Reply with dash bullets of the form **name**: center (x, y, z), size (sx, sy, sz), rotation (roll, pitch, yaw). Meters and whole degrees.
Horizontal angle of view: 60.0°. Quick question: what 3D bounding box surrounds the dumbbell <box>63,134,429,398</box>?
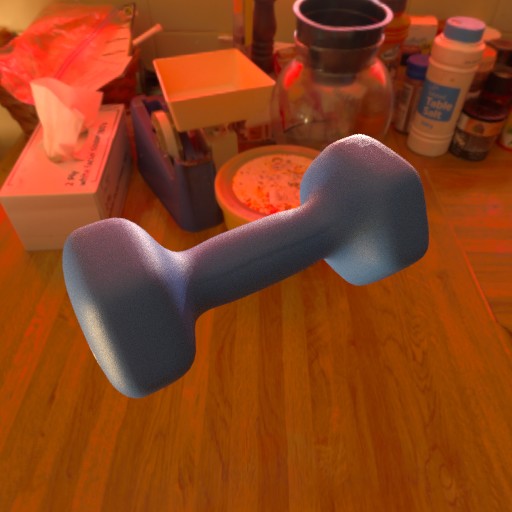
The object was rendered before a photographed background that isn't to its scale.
- **dumbbell**: center (0.000, 0.000, 0.270), size (0.212, 0.093, 0.103), rotation (-22, 50, -20)
